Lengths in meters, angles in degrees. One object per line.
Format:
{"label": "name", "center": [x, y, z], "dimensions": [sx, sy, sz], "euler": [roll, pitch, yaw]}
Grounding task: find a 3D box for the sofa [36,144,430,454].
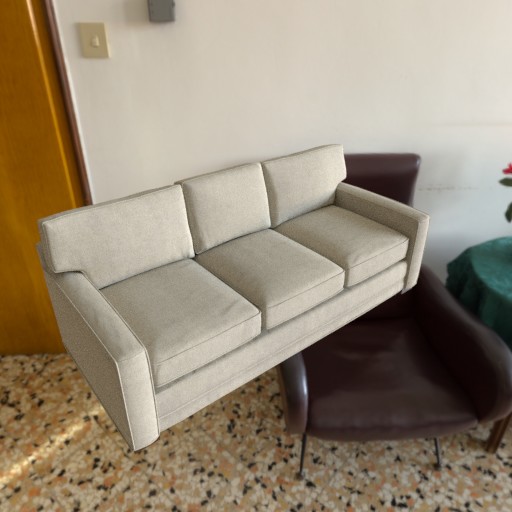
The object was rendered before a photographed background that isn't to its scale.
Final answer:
{"label": "sofa", "center": [0.000, 0.000, 2.571], "dimensions": [2.093, 0.862, 0.936], "euler": [-22, 37, -33]}
